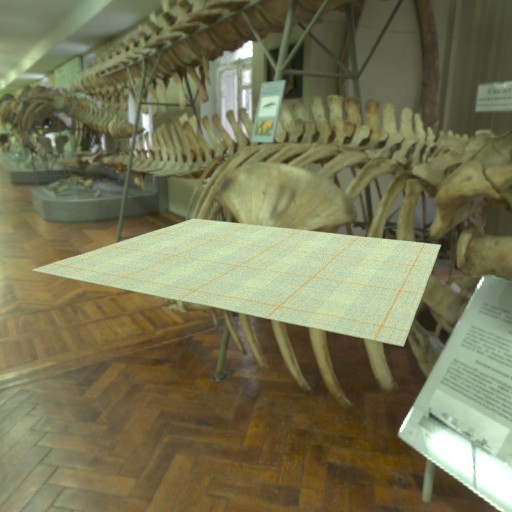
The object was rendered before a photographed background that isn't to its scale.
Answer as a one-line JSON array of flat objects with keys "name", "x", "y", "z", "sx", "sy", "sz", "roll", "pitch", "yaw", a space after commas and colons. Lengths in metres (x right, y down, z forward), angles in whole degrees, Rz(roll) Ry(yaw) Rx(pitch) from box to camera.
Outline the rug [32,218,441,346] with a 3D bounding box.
[{"name": "rug", "x": 0.000, "y": 0.000, "z": 4.166, "sx": 3.051, "sy": 0.021, "sz": 2.448, "roll": 8, "pitch": 18, "yaw": 25}]
